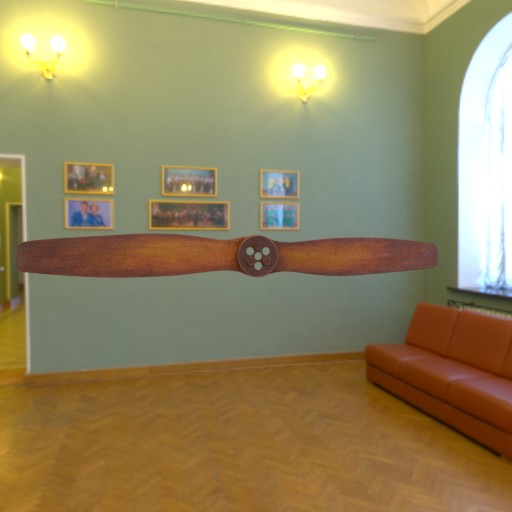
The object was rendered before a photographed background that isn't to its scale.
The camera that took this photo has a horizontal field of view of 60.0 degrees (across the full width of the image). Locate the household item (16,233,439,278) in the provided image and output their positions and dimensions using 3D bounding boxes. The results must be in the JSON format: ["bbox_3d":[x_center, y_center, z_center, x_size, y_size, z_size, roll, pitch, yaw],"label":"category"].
[{"bbox_3d":[0.000,0.000,1.213,1.181,0.121,0.051,0,2,-16],"label":"household item"}]
